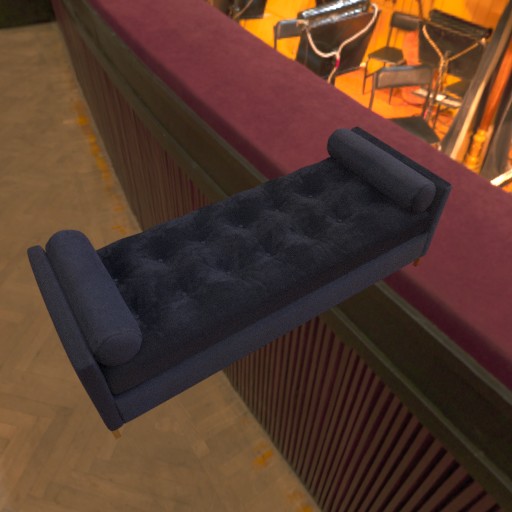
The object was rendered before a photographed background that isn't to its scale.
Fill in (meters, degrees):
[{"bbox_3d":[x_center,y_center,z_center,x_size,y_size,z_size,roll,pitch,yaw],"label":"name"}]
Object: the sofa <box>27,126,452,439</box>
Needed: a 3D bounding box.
[{"bbox_3d":[0.000,0.000,2.453,2.102,0.705,0.796,-25,50,-23],"label":"sofa"}]
